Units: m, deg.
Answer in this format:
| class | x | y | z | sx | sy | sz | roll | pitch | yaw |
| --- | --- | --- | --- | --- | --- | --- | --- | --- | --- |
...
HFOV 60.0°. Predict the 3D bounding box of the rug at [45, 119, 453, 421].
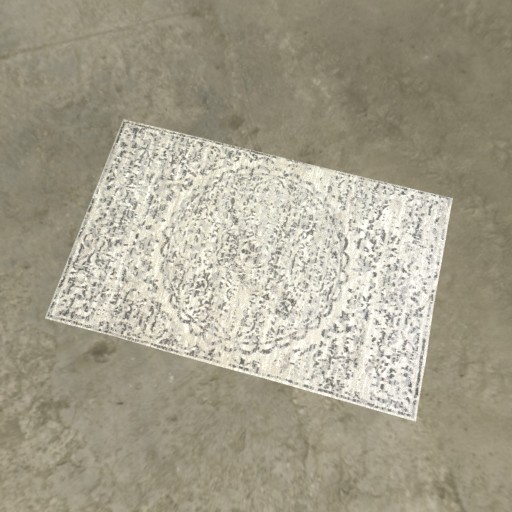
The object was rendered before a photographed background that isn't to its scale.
| class | x | y | z | sx | sy | sz | roll | pitch | yaw |
| --- | --- | --- | --- | --- | --- | --- | --- | --- | --- |
| rug | 0.000 | 0.000 | 3.002 | 2.447 | 0.021 | 1.527 | 15 | 75 | 4 |
